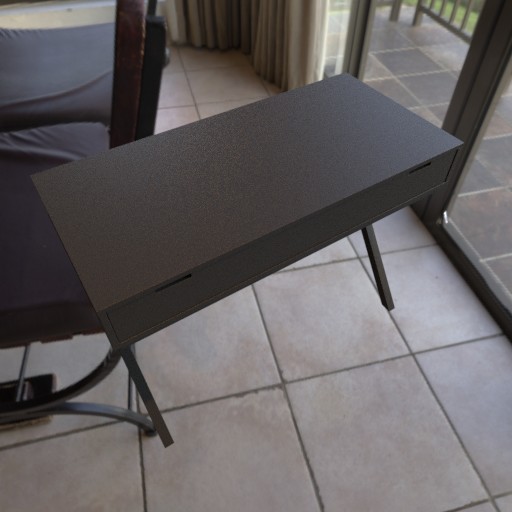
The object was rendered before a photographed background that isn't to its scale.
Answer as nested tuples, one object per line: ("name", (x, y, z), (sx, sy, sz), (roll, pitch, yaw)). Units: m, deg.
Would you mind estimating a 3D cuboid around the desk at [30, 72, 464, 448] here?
("desk", (0.000, 0.000, 1.477), (1.057, 0.780, 0.504), (-26, 53, -21))
